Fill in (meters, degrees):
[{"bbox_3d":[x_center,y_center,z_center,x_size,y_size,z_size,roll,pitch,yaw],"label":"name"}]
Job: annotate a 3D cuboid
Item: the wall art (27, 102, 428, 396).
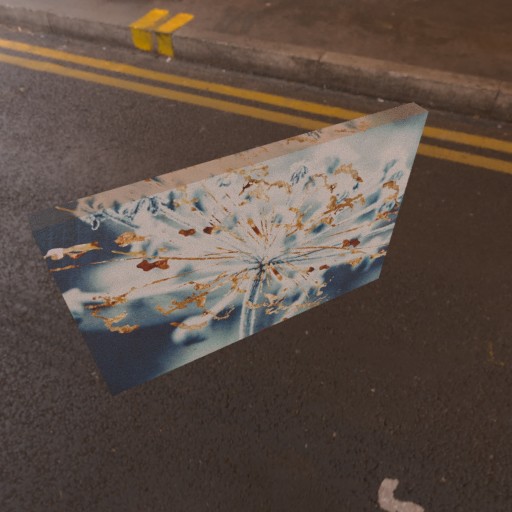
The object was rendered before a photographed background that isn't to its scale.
[{"bbox_3d":[0.000,0.000,0.768,0.607,0.405,0.036,-21,49,-19],"label":"wall art"}]
